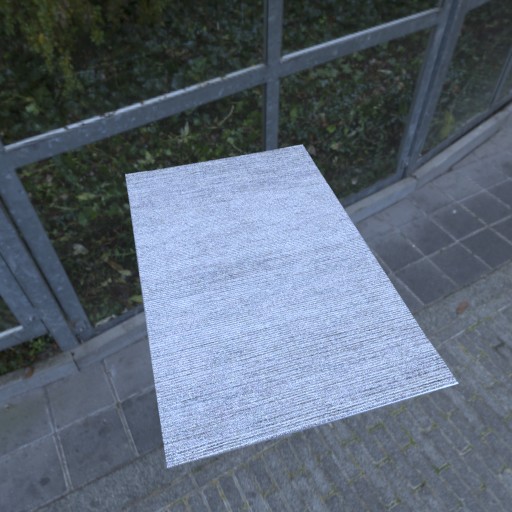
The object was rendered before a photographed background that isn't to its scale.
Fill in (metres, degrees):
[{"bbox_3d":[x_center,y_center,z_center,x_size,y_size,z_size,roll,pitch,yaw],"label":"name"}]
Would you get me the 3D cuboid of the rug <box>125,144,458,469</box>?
[{"bbox_3d":[0.000,0.000,2.232,1.159,0.021,1.789,-12,48,-11],"label":"rug"}]
